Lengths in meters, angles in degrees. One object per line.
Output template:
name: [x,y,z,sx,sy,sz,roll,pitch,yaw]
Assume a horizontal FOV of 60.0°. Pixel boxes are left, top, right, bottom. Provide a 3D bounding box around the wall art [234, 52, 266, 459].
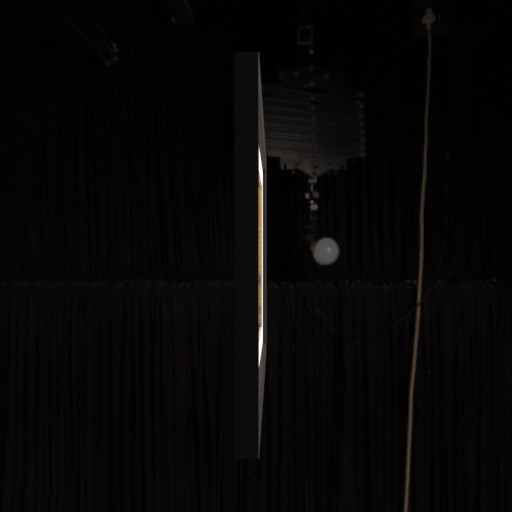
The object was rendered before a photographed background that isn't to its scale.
wall art: [0.000,0.000,0.780,0.028,0.460,0.561,0,0,2]
